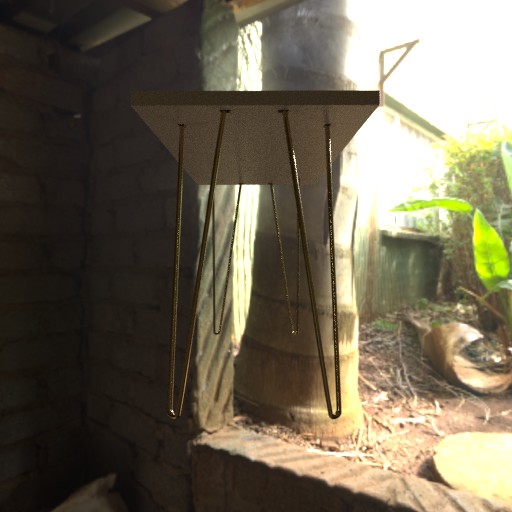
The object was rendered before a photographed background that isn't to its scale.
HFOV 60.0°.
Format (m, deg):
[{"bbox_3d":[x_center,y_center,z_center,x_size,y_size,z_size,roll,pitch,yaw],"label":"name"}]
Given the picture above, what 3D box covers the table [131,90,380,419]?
[{"bbox_3d":[0.000,0.000,1.380,0.498,0.660,0.991,0,0,0],"label":"table"}]
